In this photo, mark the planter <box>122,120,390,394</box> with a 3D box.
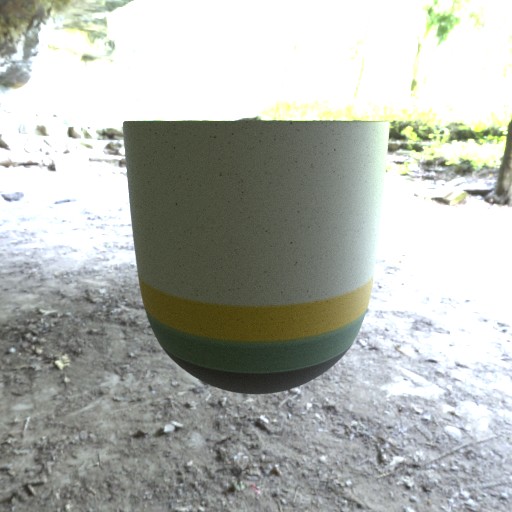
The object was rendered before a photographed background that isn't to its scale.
[{"bbox_3d":[0.000,0.000,0.366,0.195,0.214,0.195,0,17,0],"label":"planter"}]
